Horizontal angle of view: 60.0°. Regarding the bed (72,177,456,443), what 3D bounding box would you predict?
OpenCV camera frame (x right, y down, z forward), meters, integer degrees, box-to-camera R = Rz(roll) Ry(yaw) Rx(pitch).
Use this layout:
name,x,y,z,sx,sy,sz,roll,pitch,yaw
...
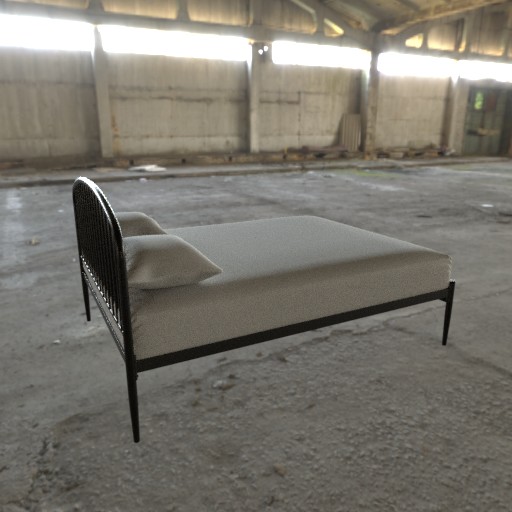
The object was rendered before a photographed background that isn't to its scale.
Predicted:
name,x,y,z,sx,sy,sz,roll,pitch,yaw
bed,0.000,0.000,3.105,2.159,1.166,1.618,-8,18,-27
